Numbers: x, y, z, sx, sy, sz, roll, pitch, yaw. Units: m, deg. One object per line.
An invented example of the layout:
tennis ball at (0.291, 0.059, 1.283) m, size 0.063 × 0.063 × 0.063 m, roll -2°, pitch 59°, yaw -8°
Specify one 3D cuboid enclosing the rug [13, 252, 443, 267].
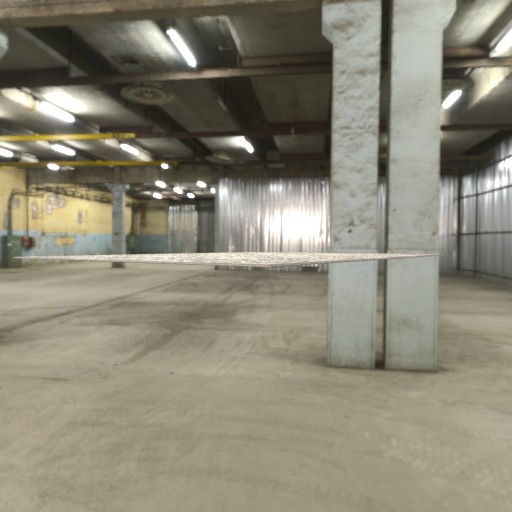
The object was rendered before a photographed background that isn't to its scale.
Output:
rug at (0.000, 0.000, 3.840) m, size 2.363 × 0.012 × 2.980 m, roll 1°, pitch 2°, yaw 36°
